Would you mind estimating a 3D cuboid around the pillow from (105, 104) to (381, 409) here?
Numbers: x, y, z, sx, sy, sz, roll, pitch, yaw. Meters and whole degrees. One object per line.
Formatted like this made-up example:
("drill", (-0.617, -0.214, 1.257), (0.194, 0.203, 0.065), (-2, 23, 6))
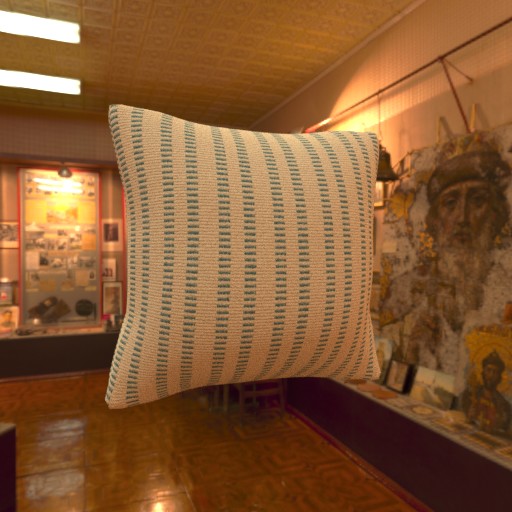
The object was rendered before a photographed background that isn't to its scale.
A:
("pillow", (0.000, 0.000, 0.679), (0.438, 0.419, 0.247), (0, 0, -19))
